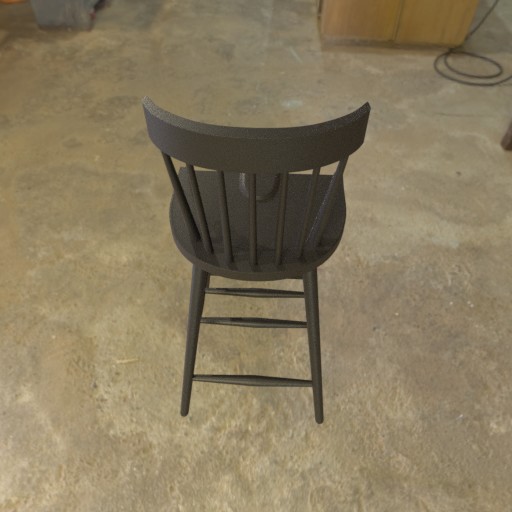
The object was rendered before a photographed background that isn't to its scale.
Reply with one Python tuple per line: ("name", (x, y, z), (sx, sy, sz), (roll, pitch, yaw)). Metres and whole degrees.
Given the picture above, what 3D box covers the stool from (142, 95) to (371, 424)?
("stool", (0.000, 0.000, 1.253), (0.494, 0.953, 0.549), (2, 47, 2))
